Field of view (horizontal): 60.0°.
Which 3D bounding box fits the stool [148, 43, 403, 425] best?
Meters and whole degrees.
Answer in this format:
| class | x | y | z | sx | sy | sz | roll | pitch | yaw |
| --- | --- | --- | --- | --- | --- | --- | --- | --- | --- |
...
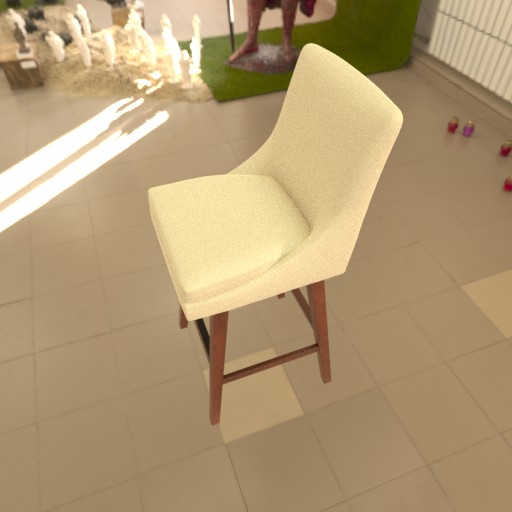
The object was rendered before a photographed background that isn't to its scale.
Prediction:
| class | x | y | z | sx | sy | sz | roll | pitch | yaw |
| --- | --- | --- | --- | --- | --- | --- | --- | --- | --- |
| stool | 0.000 | 0.000 | 1.401 | 0.559 | 1.097 | 0.470 | -15 | 48 | -15 |
